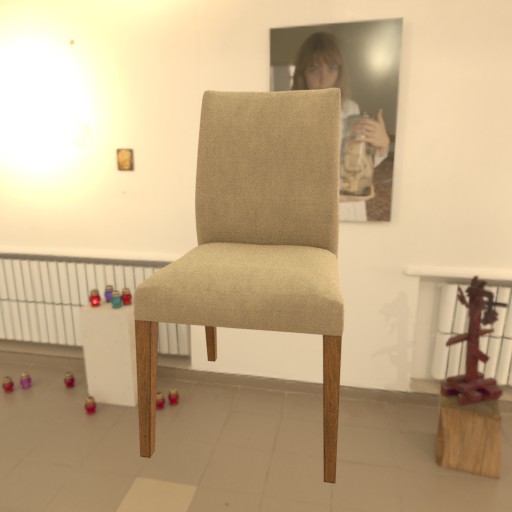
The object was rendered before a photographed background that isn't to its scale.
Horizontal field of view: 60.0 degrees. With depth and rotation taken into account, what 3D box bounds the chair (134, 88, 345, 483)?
[{"bbox_3d":[0.000,0.000,1.255,0.496,0.940,0.585,3,15,10],"label":"chair"}]
